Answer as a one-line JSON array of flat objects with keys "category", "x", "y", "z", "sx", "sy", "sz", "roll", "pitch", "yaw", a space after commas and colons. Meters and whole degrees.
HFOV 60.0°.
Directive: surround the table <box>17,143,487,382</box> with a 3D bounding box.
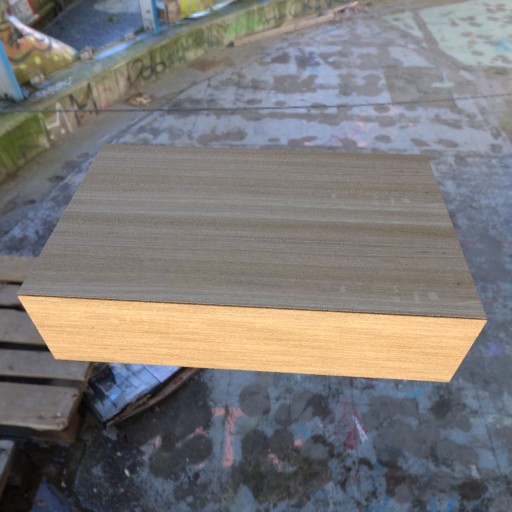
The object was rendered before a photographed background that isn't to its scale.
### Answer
[{"category": "table", "x": 0.000, "y": 0.000, "z": 1.403, "sx": 1.110, "sy": 0.353, "sz": 0.678, "roll": 3, "pitch": 46, "yaw": 3}]
